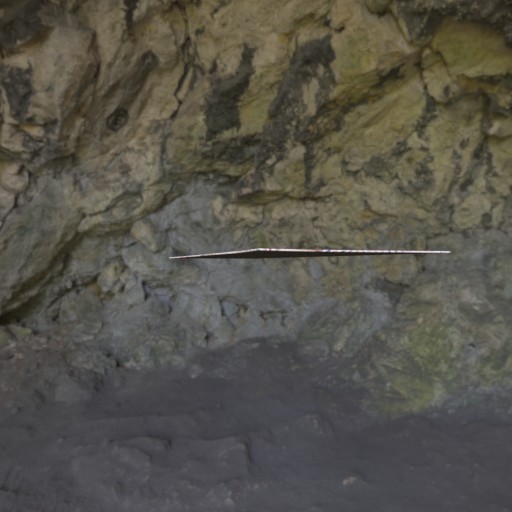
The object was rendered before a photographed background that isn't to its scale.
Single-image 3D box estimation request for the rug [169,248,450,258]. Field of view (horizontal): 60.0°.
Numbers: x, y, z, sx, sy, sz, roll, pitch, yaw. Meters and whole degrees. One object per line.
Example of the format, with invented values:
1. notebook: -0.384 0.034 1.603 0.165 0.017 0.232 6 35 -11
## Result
1. rug: 0.000 0.000 2.708 0.771 0.009 2.443 0 -1 -18
